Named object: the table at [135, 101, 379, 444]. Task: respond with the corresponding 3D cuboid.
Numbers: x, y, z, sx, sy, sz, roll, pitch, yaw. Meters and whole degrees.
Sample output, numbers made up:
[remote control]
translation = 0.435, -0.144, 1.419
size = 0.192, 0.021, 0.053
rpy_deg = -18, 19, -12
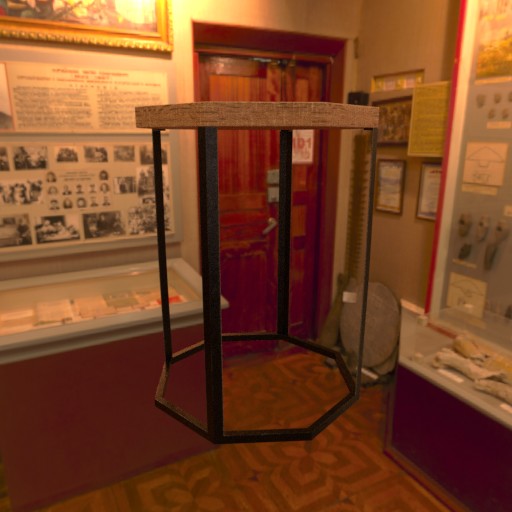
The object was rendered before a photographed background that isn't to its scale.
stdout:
[table]
translation = 0.000, 0.000, 0.882
size = 0.437, 0.553, 0.437
rpy_deg = -7, 17, -25
